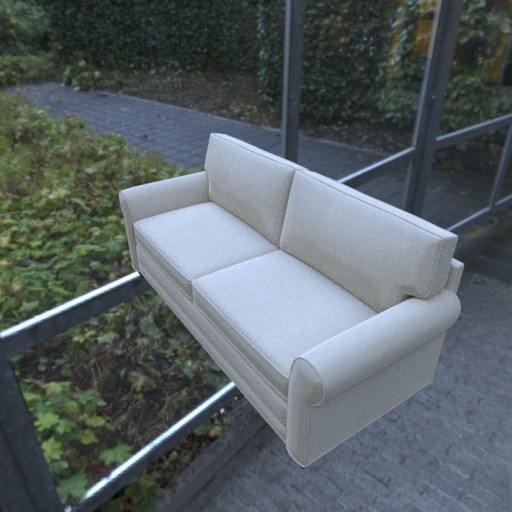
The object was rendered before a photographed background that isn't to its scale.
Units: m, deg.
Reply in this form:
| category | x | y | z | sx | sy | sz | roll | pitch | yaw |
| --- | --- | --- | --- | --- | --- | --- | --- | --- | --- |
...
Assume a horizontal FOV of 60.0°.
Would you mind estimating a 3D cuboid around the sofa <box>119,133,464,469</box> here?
| category | x | y | z | sx | sy | sz | roll | pitch | yaw |
| --- | --- | --- | --- | --- | --- | --- | --- | --- | --- |
| sofa | 0.000 | 0.000 | 2.602 | 0.901 | 0.962 | 2.146 | -19 | 36 | -29 |
